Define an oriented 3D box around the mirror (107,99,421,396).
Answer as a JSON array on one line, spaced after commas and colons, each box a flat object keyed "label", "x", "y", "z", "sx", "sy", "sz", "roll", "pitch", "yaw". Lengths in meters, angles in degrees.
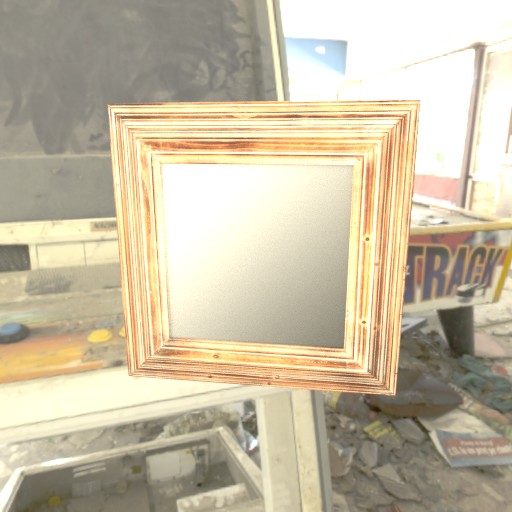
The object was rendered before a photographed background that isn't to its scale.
[{"label": "mirror", "x": 0.000, "y": 0.000, "z": 1.216, "sx": 0.804, "sy": 0.804, "sz": 0.061, "roll": 2, "pitch": 14, "yaw": 8}]
